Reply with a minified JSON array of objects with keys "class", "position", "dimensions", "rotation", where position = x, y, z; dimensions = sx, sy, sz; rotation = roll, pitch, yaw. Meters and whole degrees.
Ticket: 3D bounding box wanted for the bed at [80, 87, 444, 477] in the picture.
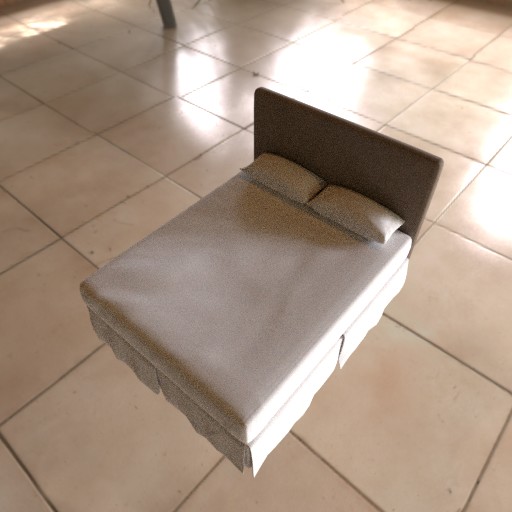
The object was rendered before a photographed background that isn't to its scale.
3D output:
[{"class":"bed","position":[0.000,0.000,3.270],"dimensions":[1.723,1.330,2.142],"rotation":[32,55,26]}]
